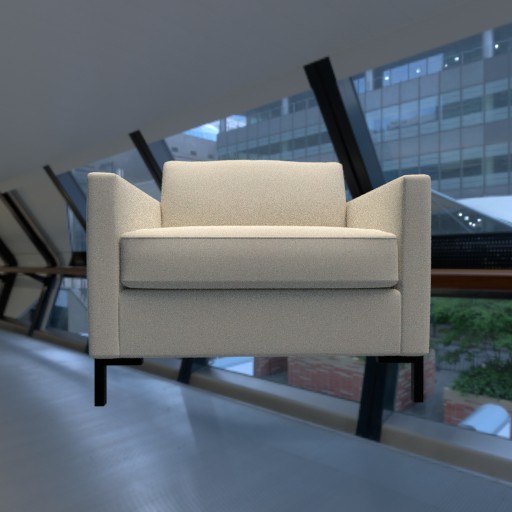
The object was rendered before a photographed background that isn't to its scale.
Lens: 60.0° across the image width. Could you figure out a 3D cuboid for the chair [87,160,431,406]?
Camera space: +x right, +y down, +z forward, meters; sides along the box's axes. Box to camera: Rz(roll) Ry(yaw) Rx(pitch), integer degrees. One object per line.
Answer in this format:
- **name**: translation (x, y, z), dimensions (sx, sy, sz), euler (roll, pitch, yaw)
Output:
- **chair**: translation (0.000, 0.000, 1.597), dimensions (0.964, 0.806, 0.875), euler (0, 0, -2)
